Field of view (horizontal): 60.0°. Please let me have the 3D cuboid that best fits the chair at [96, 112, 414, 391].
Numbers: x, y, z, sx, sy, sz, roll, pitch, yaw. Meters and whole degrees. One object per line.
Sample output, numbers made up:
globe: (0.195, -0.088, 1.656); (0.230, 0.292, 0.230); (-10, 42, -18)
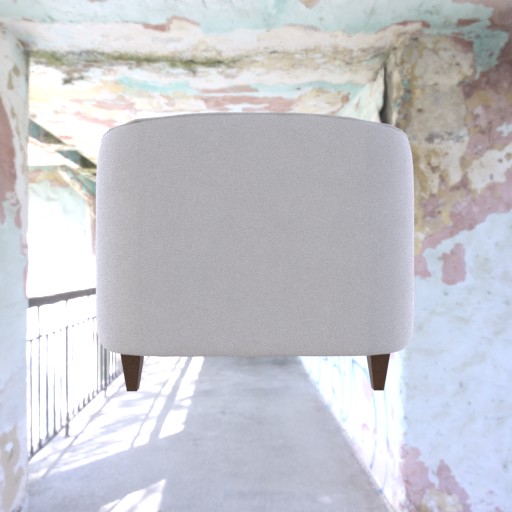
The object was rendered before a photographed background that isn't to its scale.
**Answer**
chair: (0.000, 0.000, 1.766); (1.104, 0.852, 0.941); (0, 0, -1)
